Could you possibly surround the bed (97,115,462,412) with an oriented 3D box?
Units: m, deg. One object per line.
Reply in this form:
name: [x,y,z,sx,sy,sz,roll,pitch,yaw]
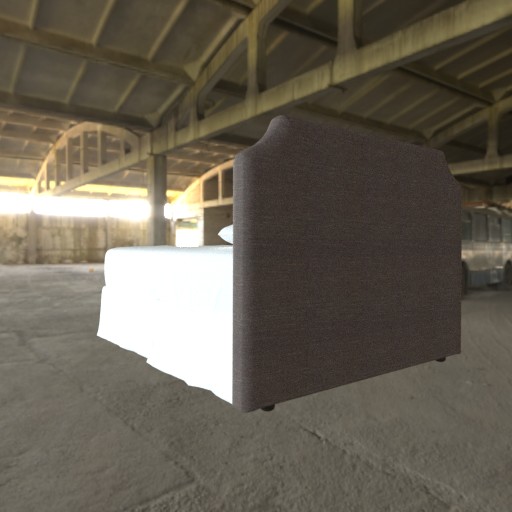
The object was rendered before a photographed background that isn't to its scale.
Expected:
bed: [0.000,0.000,3.131,1.693,1.290,2.116,-1,2,-37]
